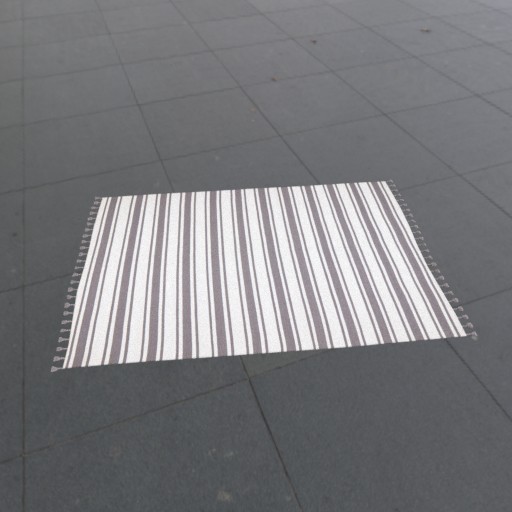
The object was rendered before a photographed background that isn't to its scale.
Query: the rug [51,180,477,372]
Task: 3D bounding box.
[{"bbox_3d":[0.000,0.000,3.021,2.425,0.014,1.563,-4,45,-4],"label":"rug"}]
